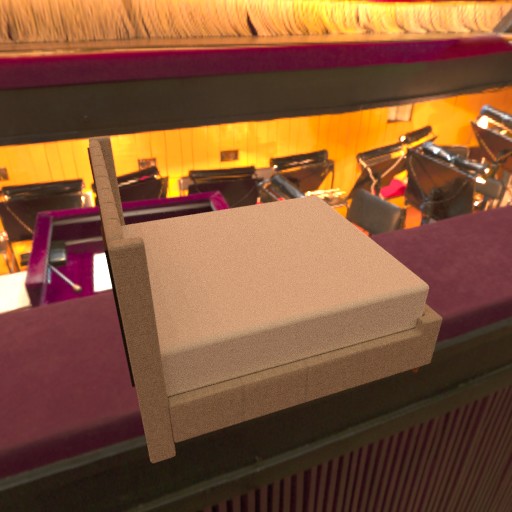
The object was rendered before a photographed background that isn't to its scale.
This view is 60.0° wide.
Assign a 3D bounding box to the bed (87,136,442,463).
[{"bbox_3d":[0.000,0.000,3.799,2.370,1.743,2.045,-11,33,-18],"label":"bed"}]
